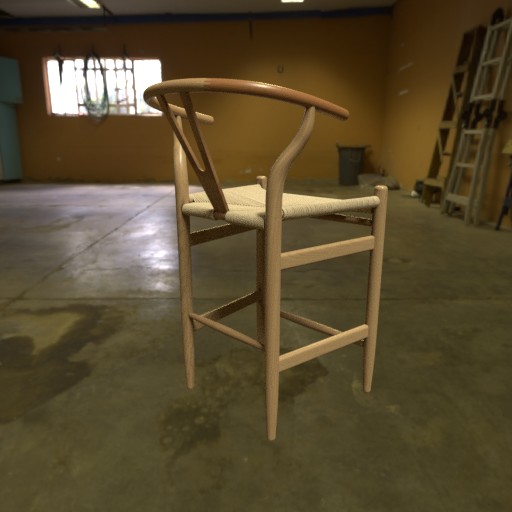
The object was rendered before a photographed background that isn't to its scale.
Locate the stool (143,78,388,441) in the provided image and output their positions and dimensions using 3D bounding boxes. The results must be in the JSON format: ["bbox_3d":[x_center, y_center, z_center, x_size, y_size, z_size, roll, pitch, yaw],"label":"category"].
[{"bbox_3d":[0.000,0.000,1.306,0.536,0.923,0.575,14,21,43],"label":"stool"}]
